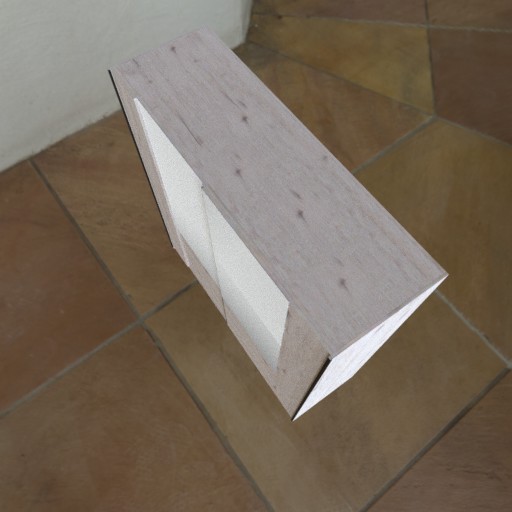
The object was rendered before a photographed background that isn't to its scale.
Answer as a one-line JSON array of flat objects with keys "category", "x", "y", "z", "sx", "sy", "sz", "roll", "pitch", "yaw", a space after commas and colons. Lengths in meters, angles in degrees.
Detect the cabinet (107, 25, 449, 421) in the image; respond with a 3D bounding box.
[{"category": "cabinet", "x": 0.000, "y": 0.000, "z": 3.189, "sx": 0.660, "sy": 2.180, "sz": 2.000, "roll": -32, "pitch": 68, "yaw": -15}]
